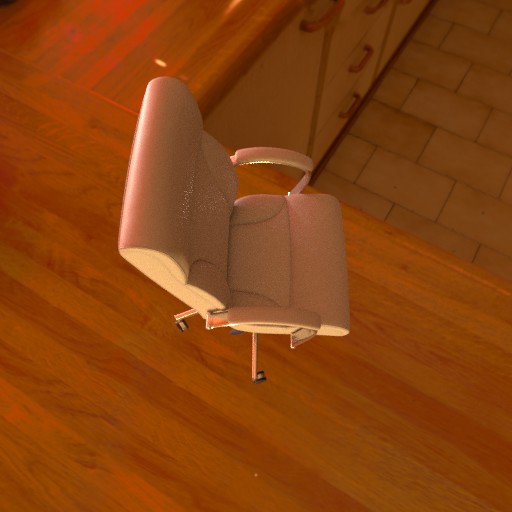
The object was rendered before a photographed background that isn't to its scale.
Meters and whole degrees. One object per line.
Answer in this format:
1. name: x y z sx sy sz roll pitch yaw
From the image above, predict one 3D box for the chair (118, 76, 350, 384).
1. chair: 0.000 0.000 1.617 0.745 1.099 0.727 1 64 0
